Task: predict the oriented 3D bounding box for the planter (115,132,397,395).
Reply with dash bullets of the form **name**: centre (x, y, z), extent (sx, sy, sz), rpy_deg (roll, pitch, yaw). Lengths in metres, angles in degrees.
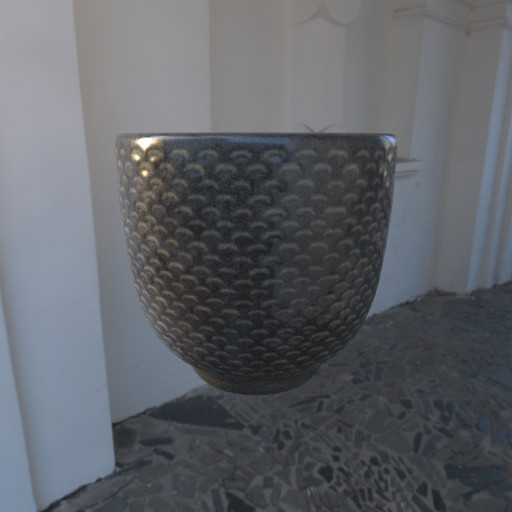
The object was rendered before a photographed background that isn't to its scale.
- **planter**: centre (0.000, 0.000, 0.301), extent (0.172, 0.160, 0.172), rpy_deg (0, 15, 0)
